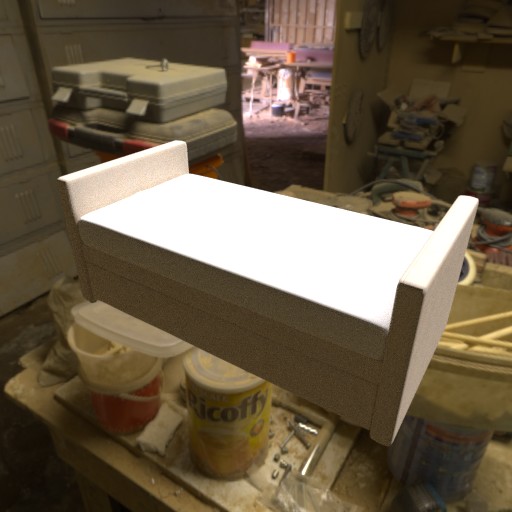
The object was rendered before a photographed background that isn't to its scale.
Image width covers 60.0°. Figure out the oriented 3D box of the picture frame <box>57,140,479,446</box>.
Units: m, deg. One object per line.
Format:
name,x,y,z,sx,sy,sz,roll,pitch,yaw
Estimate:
picture frame,0.000,0.000,2.708,2.161,0.891,1.069,18,34,29
